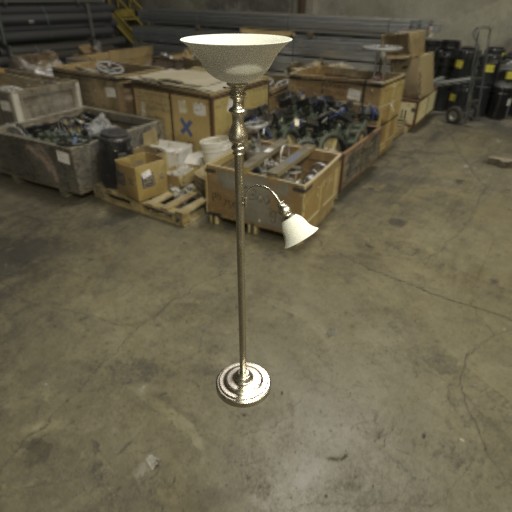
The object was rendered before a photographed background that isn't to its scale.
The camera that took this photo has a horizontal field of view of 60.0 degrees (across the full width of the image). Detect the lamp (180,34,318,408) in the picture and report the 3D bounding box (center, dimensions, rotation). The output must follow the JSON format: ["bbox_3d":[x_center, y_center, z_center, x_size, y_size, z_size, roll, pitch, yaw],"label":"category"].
[{"bbox_3d":[0.000,0.000,2.029,0.575,1.785,0.405,18,36,28],"label":"lamp"}]
